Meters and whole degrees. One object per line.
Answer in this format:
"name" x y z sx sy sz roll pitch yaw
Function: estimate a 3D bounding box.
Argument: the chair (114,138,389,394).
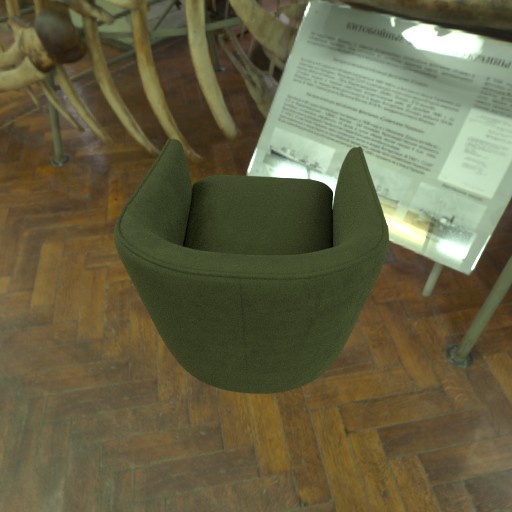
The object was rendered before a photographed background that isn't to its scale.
"chair" 0.000 0.000 1.464 0.747 0.799 0.875 3 47 3
